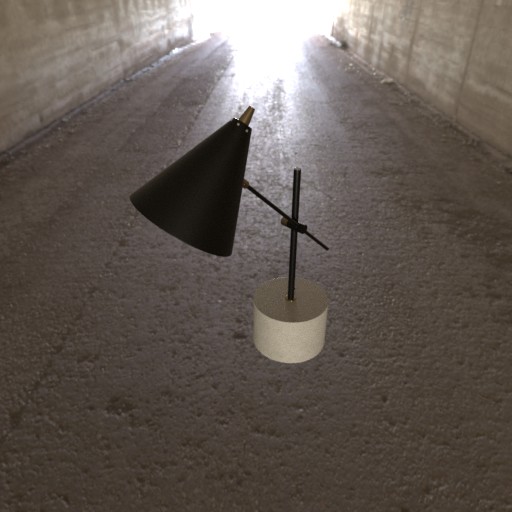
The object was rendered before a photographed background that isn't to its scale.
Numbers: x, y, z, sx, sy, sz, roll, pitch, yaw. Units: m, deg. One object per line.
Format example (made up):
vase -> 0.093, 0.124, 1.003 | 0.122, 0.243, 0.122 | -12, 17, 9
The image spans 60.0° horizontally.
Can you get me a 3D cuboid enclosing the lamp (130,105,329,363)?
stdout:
lamp -> 0.000, 0.000, 0.742 | 0.403, 0.518, 0.214 | -20, 37, -28
